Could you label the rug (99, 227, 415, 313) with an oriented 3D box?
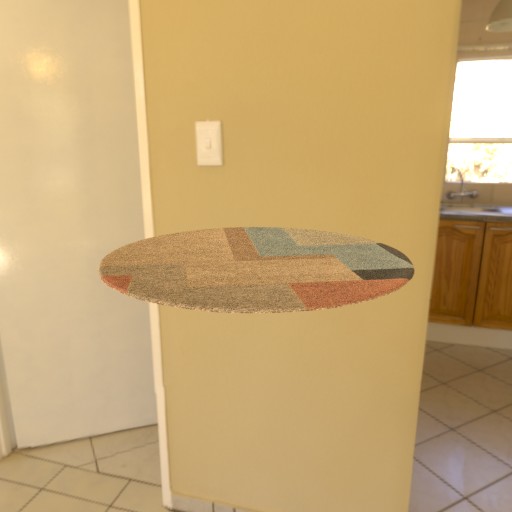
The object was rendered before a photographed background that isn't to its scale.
[{"bbox_3d":[0.000,0.000,3.644,2.461,0.033,2.461,0,14,0],"label":"rug"}]
